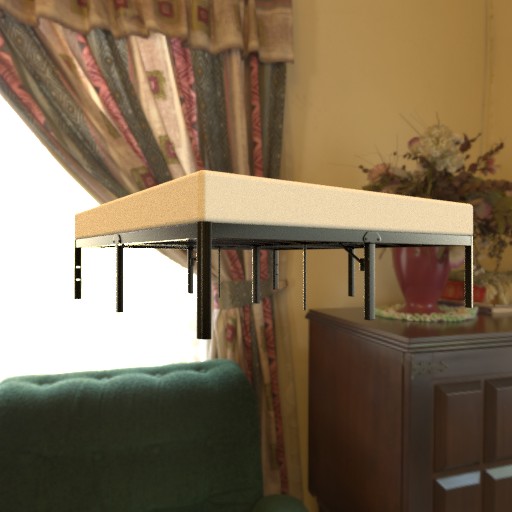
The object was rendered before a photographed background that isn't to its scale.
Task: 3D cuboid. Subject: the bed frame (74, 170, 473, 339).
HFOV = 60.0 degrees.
[{"bbox_3d":[0.000,0.000,3.098,1.963,0.659,2.079,0,0,-35],"label":"bed frame"}]
